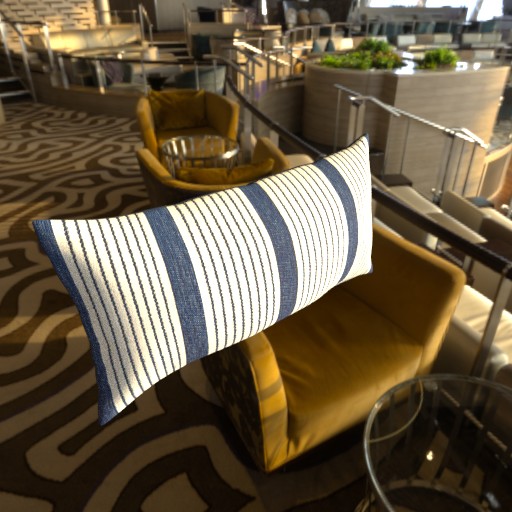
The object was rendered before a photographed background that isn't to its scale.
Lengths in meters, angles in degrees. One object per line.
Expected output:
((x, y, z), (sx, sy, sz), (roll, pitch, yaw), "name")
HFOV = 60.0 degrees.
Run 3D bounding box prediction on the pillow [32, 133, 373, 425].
((0.000, 0.000, 0.720), (0.608, 0.292, 0.156), (-23, 37, -34), "pillow")
